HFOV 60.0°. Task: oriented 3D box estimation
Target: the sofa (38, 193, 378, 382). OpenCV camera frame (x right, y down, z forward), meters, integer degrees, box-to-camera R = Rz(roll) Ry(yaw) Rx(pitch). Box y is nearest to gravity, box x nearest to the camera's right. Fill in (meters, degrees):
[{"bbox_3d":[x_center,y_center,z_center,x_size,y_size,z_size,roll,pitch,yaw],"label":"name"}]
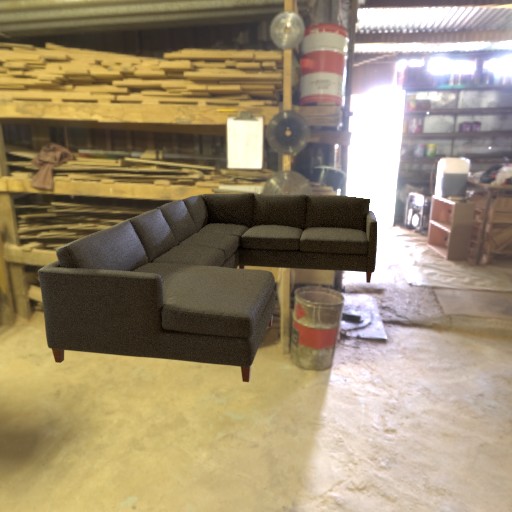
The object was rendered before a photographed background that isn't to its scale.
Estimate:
[{"bbox_3d":[0.000,0.000,4.631,2.594,0.961,3.460,3,15,11],"label":"sofa"}]
